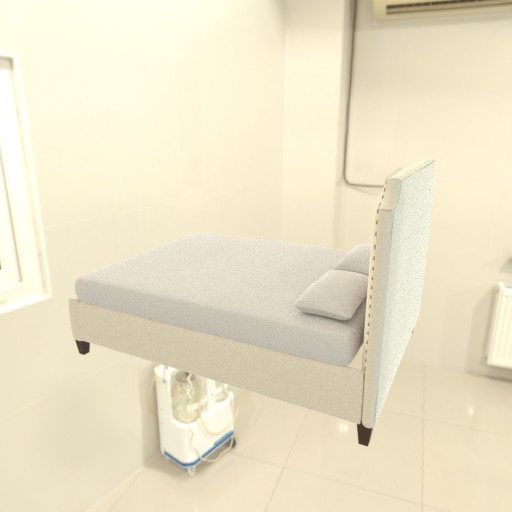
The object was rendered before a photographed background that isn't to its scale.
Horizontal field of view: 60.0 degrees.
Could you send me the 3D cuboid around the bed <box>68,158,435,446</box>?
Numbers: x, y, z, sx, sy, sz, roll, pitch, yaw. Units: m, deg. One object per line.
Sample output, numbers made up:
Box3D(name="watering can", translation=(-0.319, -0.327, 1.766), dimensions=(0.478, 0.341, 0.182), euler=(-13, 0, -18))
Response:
Box3D(name="bed", translation=(0.000, 0.000, 3.469), dimensions=(2.372, 1.497, 1.712), euler=(9, 19, 26))
